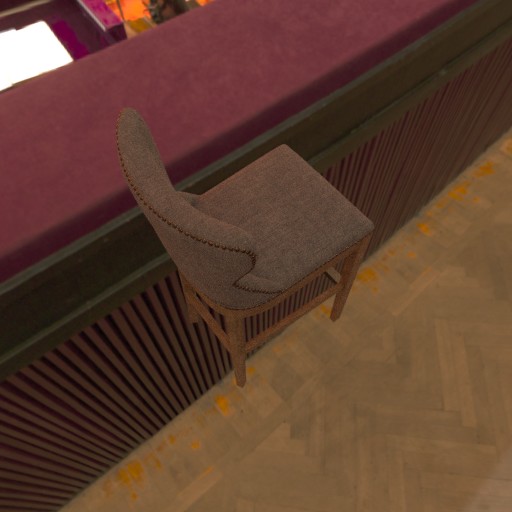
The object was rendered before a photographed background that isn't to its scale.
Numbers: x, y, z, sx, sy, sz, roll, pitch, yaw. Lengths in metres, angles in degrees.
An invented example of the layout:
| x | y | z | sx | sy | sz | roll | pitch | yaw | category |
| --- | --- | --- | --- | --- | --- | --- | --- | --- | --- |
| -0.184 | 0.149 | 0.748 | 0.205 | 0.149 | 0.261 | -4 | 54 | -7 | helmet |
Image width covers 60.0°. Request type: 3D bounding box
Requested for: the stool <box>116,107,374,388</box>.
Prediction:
| x | y | z | sx | sy | sz | roll | pitch | yaw | category |
| --- | --- | --- | --- | --- | --- | --- | --- | --- | --- |
| 0.000 | 0.000 | 1.460 | 0.606 | 1.123 | 0.494 | -34 | 65 | -18 | stool |
